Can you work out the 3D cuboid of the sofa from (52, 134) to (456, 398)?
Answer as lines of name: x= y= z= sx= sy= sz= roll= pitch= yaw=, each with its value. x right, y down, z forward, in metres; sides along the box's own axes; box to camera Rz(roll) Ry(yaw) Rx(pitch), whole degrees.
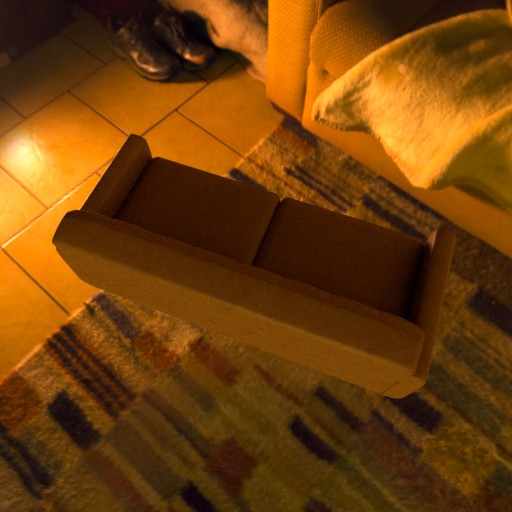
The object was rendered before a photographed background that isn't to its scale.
sofa: x=0.000 y=0.000 z=2.672 sx=2.137 sy=0.892 sz=0.980 roll=19 pitch=64 yaw=9
